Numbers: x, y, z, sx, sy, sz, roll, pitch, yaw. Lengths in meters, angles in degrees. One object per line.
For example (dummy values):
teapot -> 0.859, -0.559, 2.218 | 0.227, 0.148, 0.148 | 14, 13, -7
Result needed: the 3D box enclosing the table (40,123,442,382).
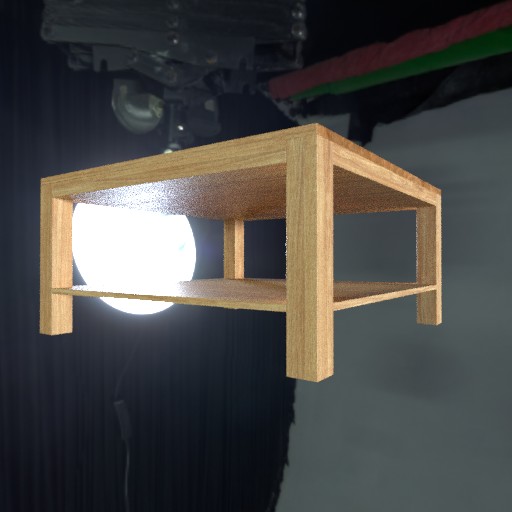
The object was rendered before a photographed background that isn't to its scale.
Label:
table -> 0.000, 0.000, 1.395 | 0.900, 0.450, 0.900 | 0, -1, 35
